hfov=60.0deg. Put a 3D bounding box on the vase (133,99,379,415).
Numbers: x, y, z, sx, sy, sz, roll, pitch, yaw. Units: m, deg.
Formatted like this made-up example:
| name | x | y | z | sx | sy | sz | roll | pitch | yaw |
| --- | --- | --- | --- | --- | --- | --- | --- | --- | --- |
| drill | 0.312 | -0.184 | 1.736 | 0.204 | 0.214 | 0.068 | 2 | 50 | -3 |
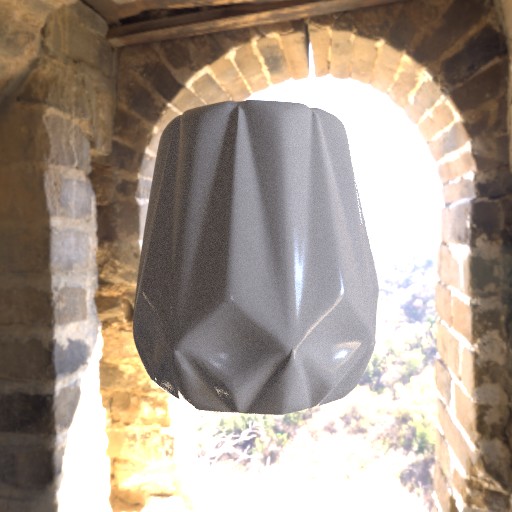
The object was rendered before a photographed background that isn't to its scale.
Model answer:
| name | x | y | z | sx | sy | sz | roll | pitch | yaw |
| --- | --- | --- | --- | --- | --- | --- | --- | --- | --- |
| vase | 0.000 | 0.000 | 0.262 | 0.141 | 0.152 | 0.141 | 0 | 0 | 0 |
